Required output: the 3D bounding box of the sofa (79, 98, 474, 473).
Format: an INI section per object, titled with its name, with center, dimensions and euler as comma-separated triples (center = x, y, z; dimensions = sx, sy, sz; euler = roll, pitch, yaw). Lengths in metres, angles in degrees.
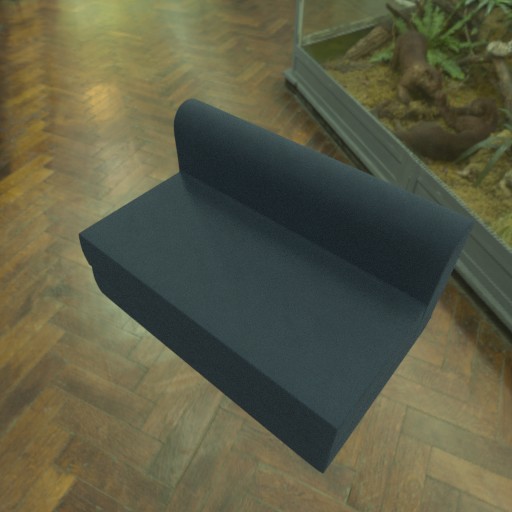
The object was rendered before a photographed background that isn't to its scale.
[sofa]
center = 0.000, 0.000, 1.673
dimensions = 1.219, 0.660, 0.762
euler = 31, 54, 27
